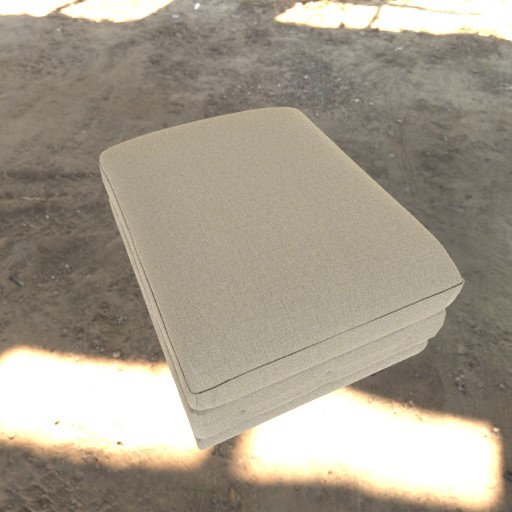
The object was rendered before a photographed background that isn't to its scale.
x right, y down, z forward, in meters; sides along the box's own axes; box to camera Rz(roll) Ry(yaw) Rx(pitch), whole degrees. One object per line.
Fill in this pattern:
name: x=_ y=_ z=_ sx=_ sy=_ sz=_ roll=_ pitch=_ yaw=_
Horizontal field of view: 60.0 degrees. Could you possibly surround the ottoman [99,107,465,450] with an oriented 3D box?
ottoman: x=0.000 y=0.000 z=1.021 sx=0.541 sy=0.463 sz=0.684 roll=-18 pitch=49 yaw=-16
